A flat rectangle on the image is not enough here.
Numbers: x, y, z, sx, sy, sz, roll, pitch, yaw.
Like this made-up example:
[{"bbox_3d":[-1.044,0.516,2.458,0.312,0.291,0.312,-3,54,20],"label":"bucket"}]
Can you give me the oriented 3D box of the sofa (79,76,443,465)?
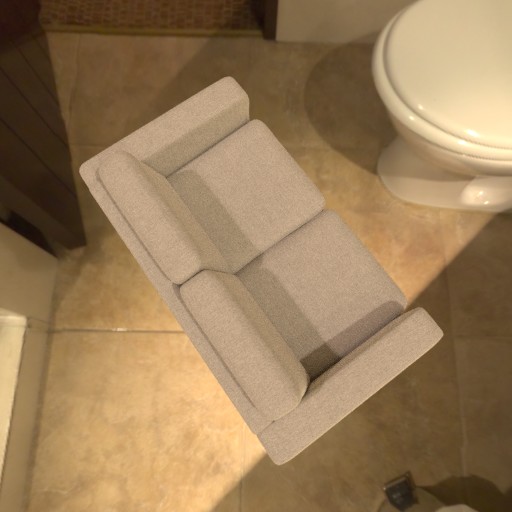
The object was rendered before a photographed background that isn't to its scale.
[{"bbox_3d":[0.000,0.000,2.066,0.900,0.800,1.540,-35,77,-9],"label":"sofa"}]
